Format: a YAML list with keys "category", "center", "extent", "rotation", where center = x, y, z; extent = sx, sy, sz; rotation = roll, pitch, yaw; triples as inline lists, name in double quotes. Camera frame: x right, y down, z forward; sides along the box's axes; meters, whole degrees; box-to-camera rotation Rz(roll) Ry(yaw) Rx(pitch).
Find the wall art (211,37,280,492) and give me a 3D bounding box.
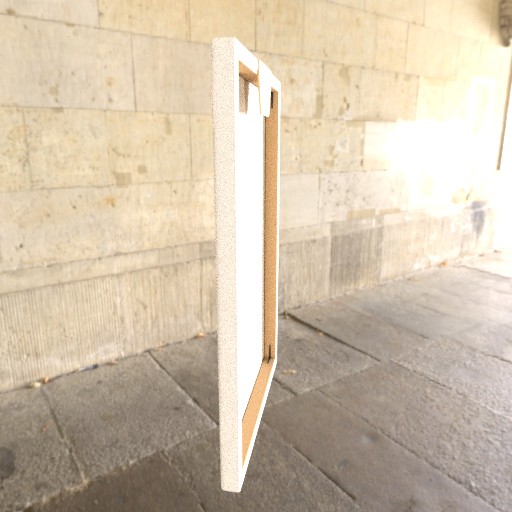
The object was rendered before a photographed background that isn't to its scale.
- category: "wall art"
  center: [0.000, 0.000, 1.131]
  extent: [0.048, 0.902, 0.602]
  rotation: [3, 15, 10]
